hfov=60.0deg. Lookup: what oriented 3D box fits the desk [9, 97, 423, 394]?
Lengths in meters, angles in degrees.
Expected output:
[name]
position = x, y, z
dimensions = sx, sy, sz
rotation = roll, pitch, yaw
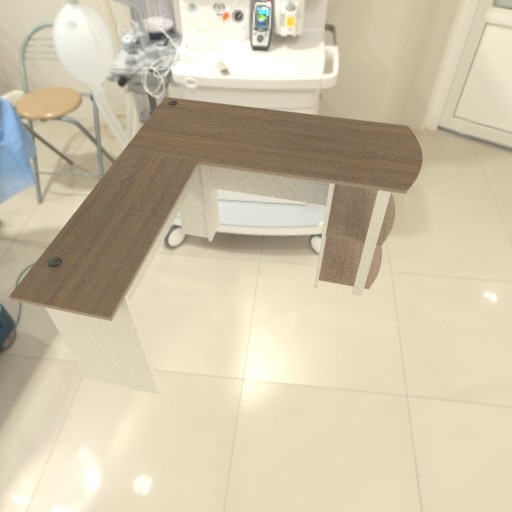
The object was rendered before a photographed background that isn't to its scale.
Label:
[desk]
position = 0.000, 0.000, 2.026
dimensions = 1.303, 0.716, 1.361
rotation = 10, 48, 9
